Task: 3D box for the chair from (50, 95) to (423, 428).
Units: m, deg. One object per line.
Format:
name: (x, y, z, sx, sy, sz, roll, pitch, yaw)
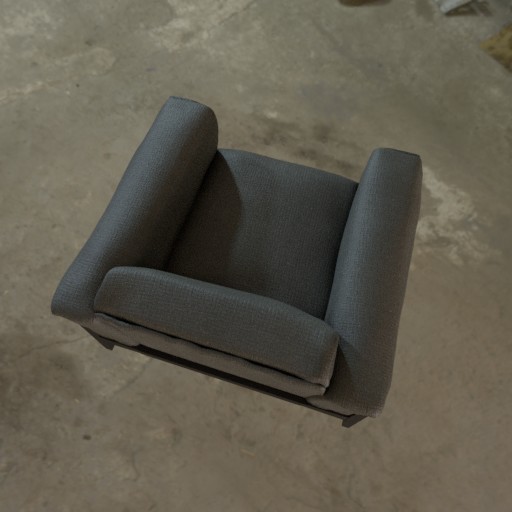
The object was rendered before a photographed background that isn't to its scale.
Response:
chair: (0.000, 0.000, 1.687, 1.056, 0.646, 0.969, 16, 64, 8)
